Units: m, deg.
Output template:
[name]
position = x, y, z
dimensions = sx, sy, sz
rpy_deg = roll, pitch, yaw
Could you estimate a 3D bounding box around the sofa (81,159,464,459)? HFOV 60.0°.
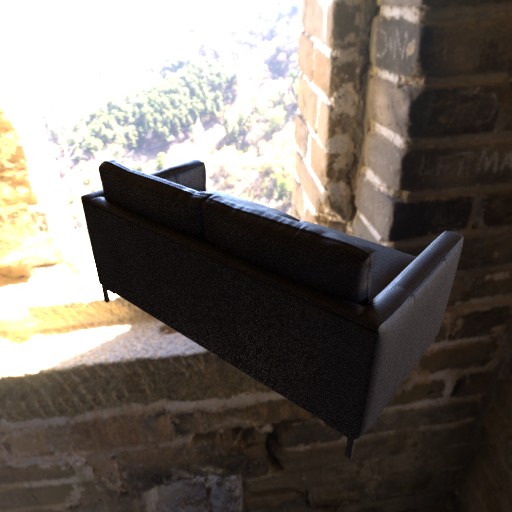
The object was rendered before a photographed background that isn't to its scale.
[sofa]
position = 0.000, 0.000, 2.315
dimensions = 1.805, 0.883, 0.947
rpy_deg = 21, 36, 32
